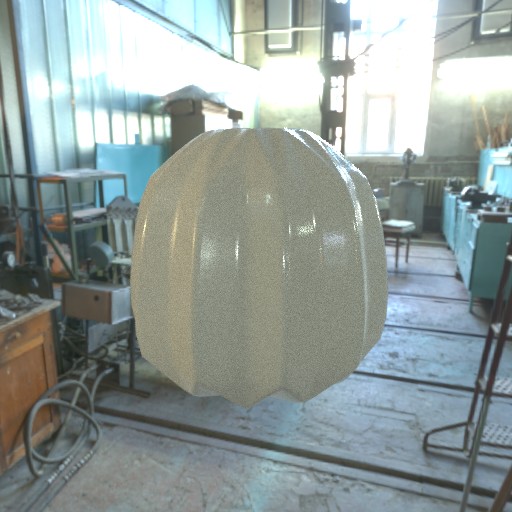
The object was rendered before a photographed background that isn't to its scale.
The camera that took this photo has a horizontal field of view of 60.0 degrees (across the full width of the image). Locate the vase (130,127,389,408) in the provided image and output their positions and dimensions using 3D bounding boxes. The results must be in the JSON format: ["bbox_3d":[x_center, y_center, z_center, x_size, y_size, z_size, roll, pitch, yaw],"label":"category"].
[{"bbox_3d":[0.000,0.000,0.245,0.139,0.134,0.139,0,13,0],"label":"vase"}]
